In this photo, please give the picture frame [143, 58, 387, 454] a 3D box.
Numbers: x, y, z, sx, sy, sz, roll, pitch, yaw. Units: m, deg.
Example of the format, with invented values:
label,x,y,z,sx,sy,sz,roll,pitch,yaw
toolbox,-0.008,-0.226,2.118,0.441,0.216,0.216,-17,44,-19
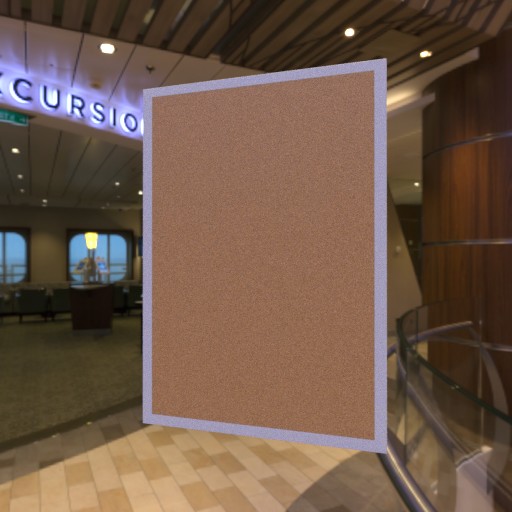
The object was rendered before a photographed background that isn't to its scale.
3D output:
label,x,y,z,sx,sy,sz,roll,pitch,yaw
picture frame,0.000,0.000,0.538,0.305,0.434,0.013,0,0,17
